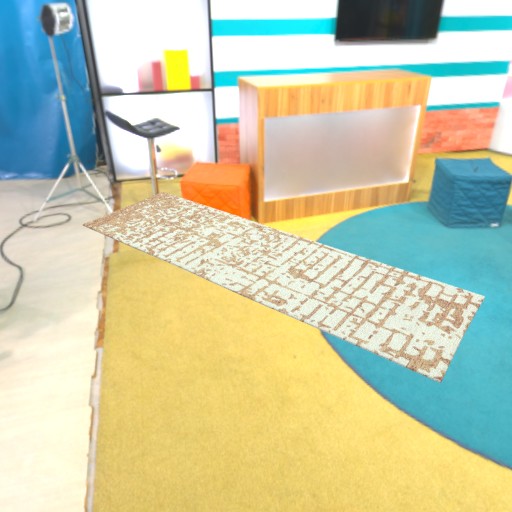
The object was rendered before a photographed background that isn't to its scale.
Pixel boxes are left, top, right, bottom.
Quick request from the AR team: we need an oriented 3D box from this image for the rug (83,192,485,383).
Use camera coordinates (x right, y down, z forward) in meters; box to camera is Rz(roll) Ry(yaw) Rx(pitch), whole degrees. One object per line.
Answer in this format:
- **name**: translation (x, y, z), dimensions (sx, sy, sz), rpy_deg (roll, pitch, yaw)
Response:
- **rug**: translation (0.000, 0.000, 2.691), dimensions (2.435, 0.011, 0.750), rpy_deg (21, 36, 31)
